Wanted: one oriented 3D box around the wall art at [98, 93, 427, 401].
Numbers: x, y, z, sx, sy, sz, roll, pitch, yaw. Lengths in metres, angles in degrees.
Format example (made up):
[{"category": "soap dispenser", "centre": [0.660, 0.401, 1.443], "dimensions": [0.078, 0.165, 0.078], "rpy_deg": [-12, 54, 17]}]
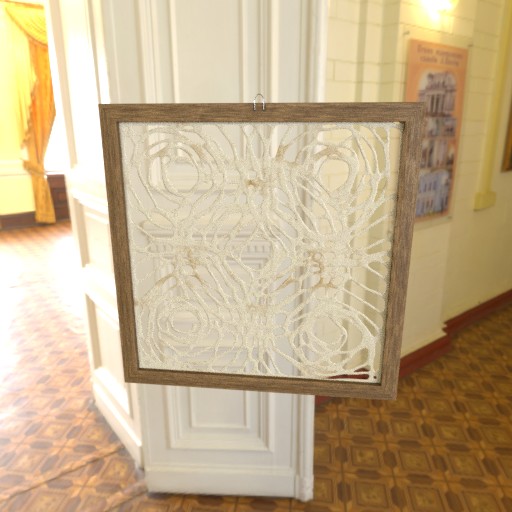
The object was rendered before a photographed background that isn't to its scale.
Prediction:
[{"category": "wall art", "centre": [0.000, 0.000, 0.836], "dimensions": [0.561, 0.576, 0.021], "rpy_deg": [2, 17, 6]}]
